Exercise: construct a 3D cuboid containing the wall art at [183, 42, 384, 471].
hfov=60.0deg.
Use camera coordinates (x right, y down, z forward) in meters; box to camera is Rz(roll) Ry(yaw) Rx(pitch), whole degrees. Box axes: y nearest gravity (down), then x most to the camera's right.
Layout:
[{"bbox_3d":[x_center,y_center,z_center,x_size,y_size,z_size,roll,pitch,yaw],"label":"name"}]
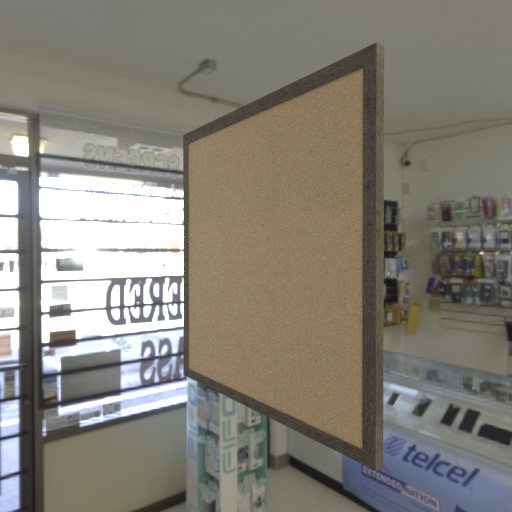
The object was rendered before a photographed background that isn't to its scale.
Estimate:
[{"bbox_3d":[0.000,0.000,0.662,0.013,0.457,0.457,0,1,-36],"label":"wall art"}]
